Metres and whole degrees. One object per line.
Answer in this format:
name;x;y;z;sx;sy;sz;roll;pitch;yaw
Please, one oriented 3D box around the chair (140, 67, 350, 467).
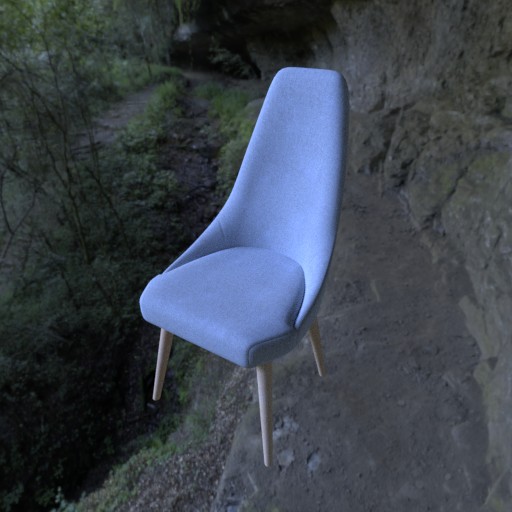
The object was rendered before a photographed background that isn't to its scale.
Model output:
chair;0.000;0.000;1.404;0.510;1.040;0.660;18;34;29
